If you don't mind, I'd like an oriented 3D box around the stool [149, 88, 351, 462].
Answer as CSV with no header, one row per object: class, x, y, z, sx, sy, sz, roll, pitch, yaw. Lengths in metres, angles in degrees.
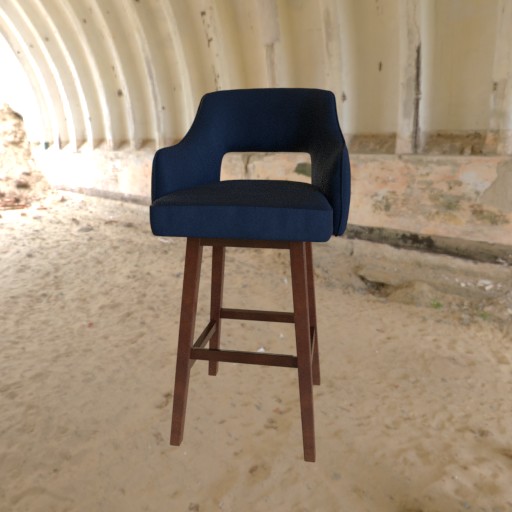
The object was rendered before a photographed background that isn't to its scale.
stool,0.000,0.000,1.379,0.550,1.041,0.560,2,15,10
